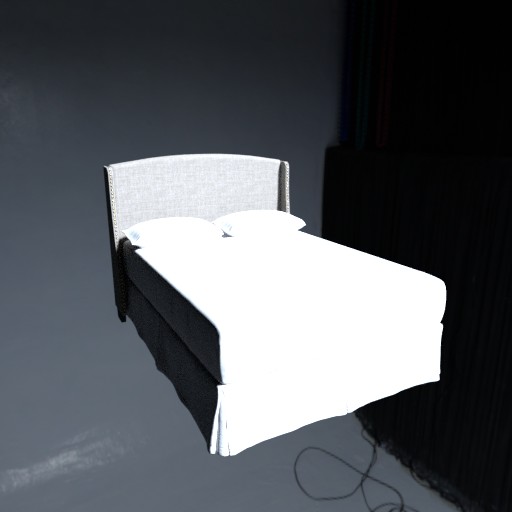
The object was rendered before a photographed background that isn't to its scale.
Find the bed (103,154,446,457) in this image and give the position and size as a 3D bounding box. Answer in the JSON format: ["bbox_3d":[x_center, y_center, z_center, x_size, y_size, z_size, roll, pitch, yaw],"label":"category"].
[{"bbox_3d":[0.000,0.000,3.307,1.710,1.407,2.237,-8,17,-27],"label":"bed"}]
